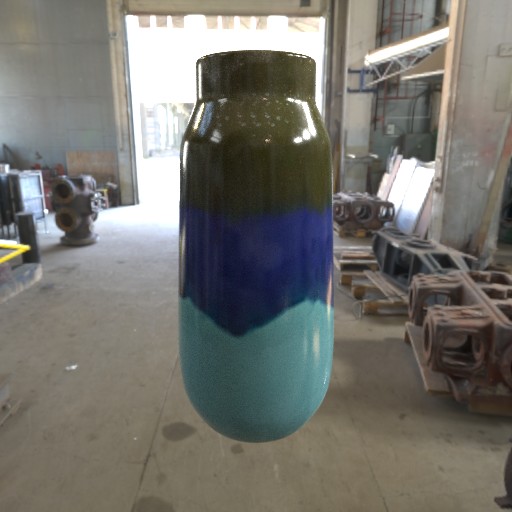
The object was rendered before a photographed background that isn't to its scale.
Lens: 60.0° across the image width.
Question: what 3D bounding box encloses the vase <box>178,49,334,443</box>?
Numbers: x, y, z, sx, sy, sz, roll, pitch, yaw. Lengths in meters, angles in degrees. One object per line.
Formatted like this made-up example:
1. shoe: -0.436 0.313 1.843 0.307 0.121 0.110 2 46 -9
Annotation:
1. vase: 0.000 0.000 0.382 0.139 0.313 0.139 0 15 0
